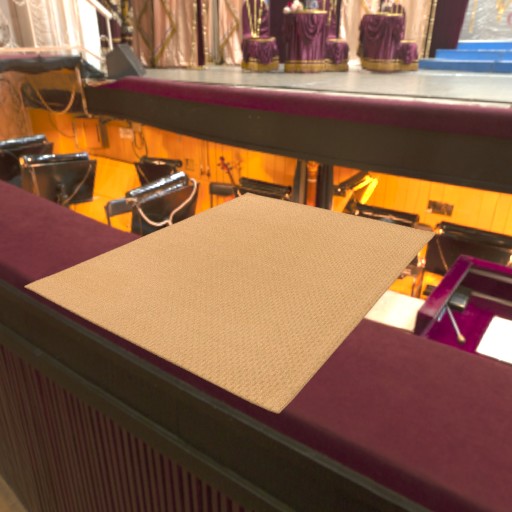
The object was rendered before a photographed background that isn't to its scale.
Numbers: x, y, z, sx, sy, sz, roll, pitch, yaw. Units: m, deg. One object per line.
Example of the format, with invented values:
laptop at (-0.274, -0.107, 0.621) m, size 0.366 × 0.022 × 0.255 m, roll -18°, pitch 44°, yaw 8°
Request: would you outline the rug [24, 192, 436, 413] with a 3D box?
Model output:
rug at (0.000, 0.000, 3.837) m, size 2.277 × 0.035 × 2.897 m, roll 17°, pitch 30°, yaw 31°
